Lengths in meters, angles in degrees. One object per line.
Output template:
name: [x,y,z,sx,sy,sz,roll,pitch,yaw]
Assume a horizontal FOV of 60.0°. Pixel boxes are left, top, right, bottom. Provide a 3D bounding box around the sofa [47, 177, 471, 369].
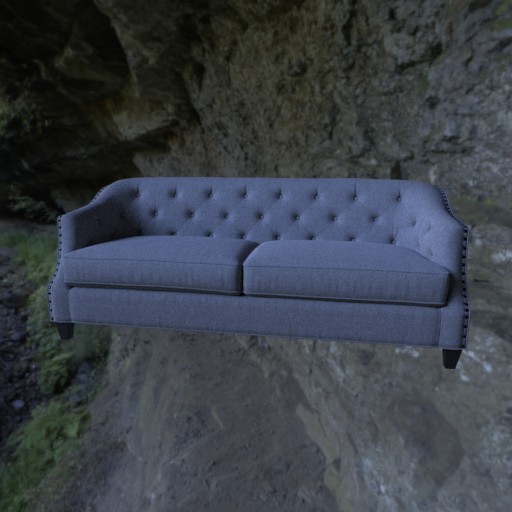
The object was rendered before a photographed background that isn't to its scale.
sofa: [0.000,0.000,2.681,2.235,0.901,0.914,2,13,10]
